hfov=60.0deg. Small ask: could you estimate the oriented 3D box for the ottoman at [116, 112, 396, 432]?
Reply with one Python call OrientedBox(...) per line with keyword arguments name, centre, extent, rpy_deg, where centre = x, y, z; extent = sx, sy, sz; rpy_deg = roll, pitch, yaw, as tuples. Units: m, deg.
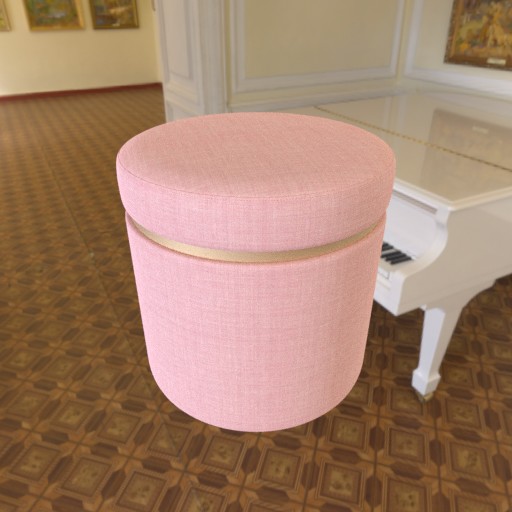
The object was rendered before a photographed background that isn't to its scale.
OrientedBox(name="ottoman", centre=(0.000, 0.000, 0.742), extent=(0.400, 0.406, 0.400), rpy_deg=(0, 30, 0))
